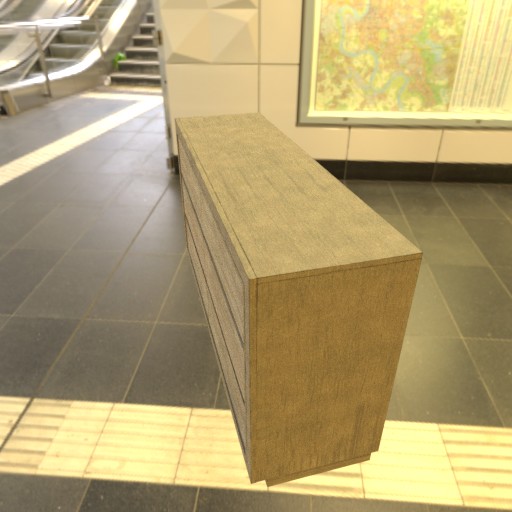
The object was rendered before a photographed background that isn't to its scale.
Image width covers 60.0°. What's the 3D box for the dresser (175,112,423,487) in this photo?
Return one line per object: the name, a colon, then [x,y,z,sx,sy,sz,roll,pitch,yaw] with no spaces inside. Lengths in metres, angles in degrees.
dresser: [0.000,0.000,2.030,0.483,0.889,1.628,-8,32,-13]
